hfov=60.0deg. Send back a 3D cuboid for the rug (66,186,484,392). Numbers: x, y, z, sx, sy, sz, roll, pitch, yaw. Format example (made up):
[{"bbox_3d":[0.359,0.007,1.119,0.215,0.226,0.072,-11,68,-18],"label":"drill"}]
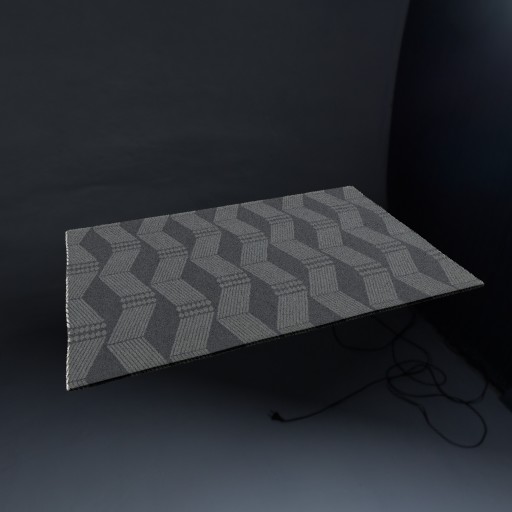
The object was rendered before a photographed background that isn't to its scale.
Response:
[{"bbox_3d":[0.000,0.000,2.276,1.833,0.016,1.210,-11,34,-17],"label":"rug"}]
